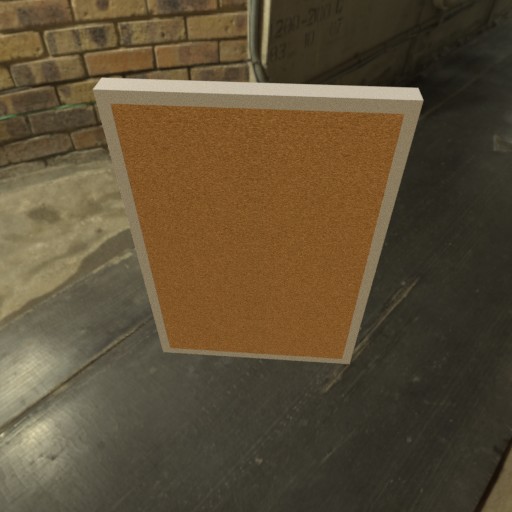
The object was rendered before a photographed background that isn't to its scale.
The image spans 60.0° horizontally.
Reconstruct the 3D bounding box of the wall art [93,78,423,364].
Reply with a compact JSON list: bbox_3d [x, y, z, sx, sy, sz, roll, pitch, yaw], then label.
[{"bbox_3d":[0.000,0.000,0.847,0.450,0.657,0.038,3,45,3],"label":"wall art"}]
